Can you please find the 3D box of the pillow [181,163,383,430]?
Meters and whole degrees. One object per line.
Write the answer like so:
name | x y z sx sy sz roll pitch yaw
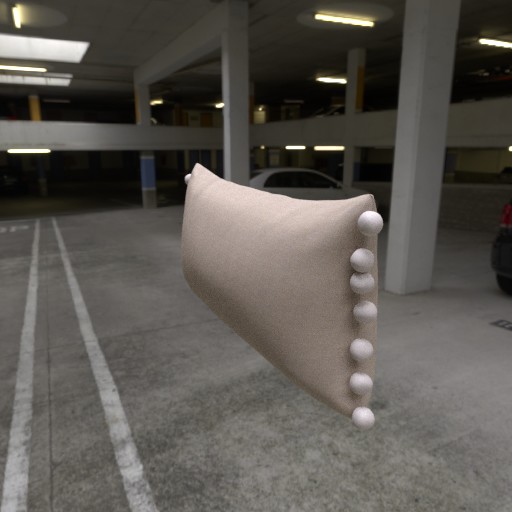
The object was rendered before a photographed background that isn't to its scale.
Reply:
pillow | 0.000 0.000 0.839 0.201 0.322 0.709 -7 16 -25
